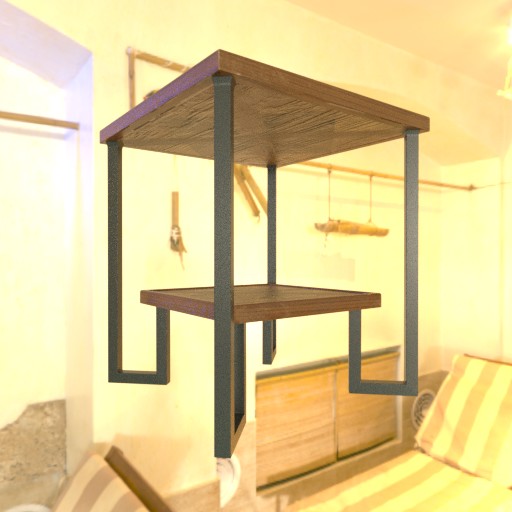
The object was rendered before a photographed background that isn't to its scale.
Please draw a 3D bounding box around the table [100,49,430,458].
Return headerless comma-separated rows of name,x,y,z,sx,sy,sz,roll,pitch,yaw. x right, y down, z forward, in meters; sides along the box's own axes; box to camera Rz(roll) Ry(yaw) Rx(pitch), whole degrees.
table,0.000,0.000,0.947,0.503,0.563,0.503,0,0,-37
